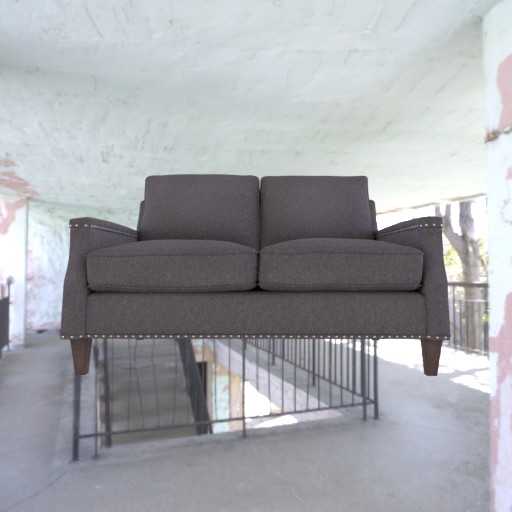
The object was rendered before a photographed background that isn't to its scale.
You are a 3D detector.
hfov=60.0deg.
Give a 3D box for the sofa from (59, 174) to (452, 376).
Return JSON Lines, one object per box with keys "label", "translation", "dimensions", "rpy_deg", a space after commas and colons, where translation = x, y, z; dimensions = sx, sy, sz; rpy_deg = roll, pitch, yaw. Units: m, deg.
{"label": "sofa", "translation": [0.000, 0.000, 2.316], "dimensions": [1.597, 1.003, 1.084], "rpy_deg": [0, -2, 1]}
